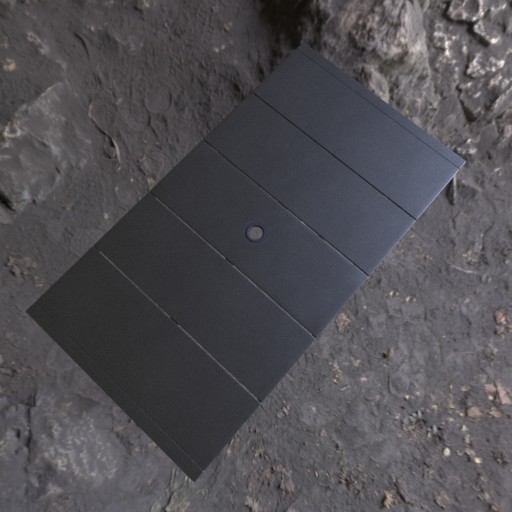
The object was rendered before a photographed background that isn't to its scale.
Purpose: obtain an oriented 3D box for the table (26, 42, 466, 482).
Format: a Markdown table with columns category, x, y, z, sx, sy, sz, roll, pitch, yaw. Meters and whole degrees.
| category | x | y | z | sx | sy | sz | roll | pitch | yaw |
| --- | --- | --- | --- | --- | --- | --- | --- | --- | --- |
| table | 0.000 | 0.000 | 2.163 | 0.914 | 0.735 | 1.680 | 41 | 79 | 10 |
